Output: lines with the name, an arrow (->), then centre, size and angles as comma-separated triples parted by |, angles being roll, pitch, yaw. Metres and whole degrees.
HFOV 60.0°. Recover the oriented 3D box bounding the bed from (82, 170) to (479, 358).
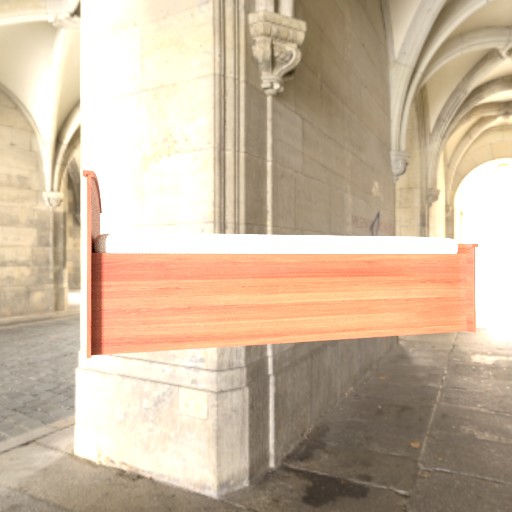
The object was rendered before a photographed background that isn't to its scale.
bed -> 0.000, 0.000, 2.944 | 2.053, 0.848, 1.683 | 0, 0, -18
